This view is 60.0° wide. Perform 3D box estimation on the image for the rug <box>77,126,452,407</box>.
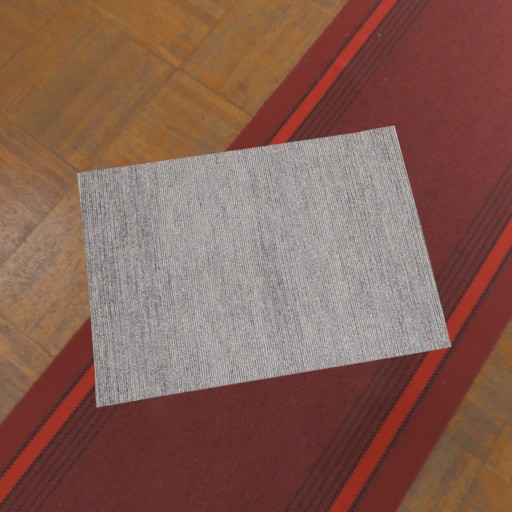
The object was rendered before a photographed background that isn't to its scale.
[{"bbox_3d":[0.000,0.000,2.994,2.307,0.030,1.604,-9,77,-2],"label":"rug"}]
